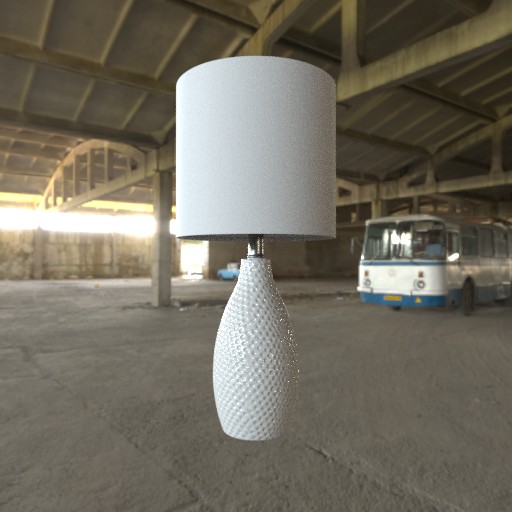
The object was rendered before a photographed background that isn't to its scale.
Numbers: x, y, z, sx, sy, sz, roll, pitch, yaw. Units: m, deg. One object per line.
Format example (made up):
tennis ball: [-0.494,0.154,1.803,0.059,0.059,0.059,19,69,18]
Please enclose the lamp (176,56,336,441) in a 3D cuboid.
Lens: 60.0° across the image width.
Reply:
lamp: [0.000,0.000,0.605,0.214,0.466,0.214,0,-1,-36]
